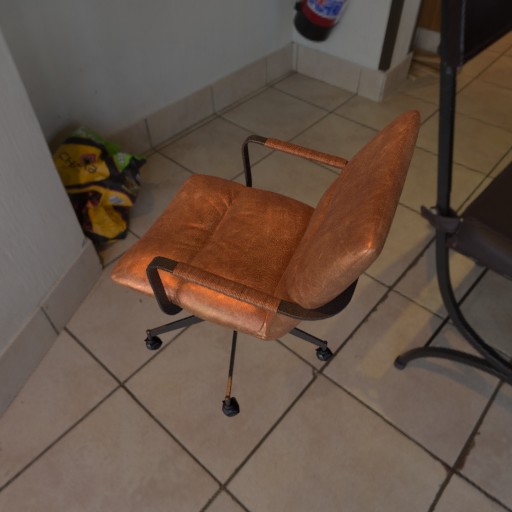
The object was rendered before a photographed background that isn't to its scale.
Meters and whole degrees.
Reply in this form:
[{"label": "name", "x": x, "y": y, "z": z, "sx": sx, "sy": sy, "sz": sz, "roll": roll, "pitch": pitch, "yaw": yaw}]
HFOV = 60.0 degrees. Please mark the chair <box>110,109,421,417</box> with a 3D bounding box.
[{"label": "chair", "x": 0.000, "y": 0.000, "z": 1.436, "sx": 0.754, "sy": 0.922, "sz": 0.727, "roll": 17, "pitch": 50, "yaw": 15}]
